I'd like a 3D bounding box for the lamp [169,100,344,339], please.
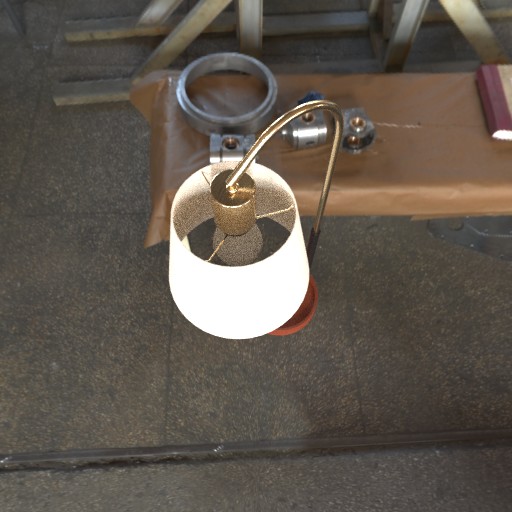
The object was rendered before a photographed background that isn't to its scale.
[{"bbox_3d":[0.000,0.000,0.665,0.273,0.536,0.211,-33,68,-15],"label":"lamp"}]
